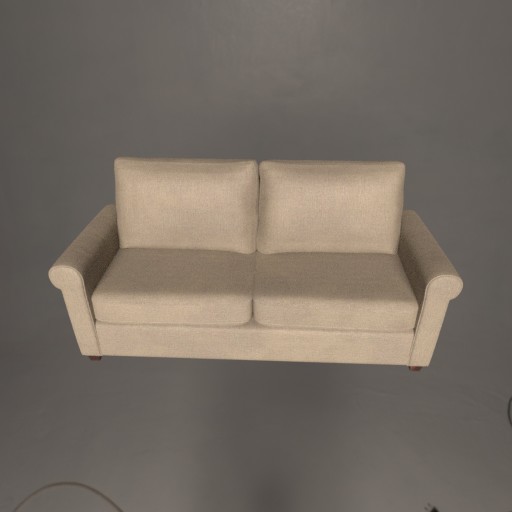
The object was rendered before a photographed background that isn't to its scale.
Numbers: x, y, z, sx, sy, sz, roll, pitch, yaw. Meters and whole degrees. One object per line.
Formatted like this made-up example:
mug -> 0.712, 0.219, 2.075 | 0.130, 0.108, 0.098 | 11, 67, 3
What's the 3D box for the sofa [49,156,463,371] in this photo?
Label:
sofa -> 0.000, 0.000, 2.475 | 1.935, 0.942, 0.842 | 1, 31, 2
